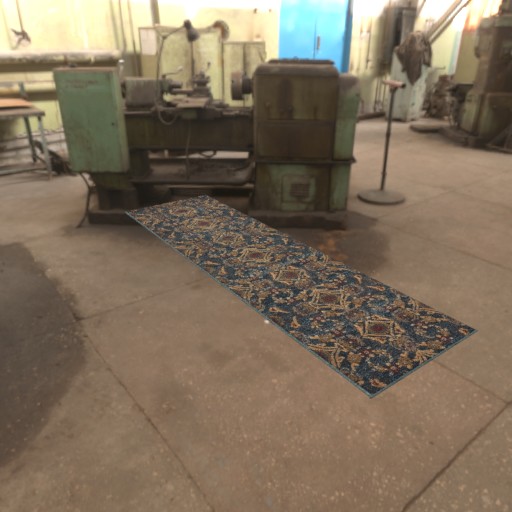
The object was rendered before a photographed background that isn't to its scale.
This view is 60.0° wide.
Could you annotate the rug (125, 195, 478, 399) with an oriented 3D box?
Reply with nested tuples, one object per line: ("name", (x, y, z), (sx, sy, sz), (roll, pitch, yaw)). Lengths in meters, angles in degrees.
("rug", (0.000, 0.000, 2.546), (0.685, 0.014, 2.292), (-18, 31, -32))
